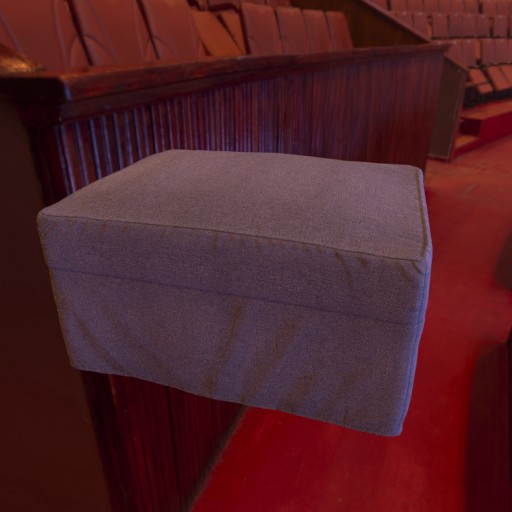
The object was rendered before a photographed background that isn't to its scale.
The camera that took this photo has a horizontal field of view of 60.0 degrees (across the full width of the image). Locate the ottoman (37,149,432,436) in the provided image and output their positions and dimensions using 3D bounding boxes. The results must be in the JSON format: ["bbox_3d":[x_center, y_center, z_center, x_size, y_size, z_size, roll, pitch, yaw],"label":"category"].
[{"bbox_3d":[0.000,0.000,1.210,0.833,0.492,0.652,8,28,14],"label":"ottoman"}]
